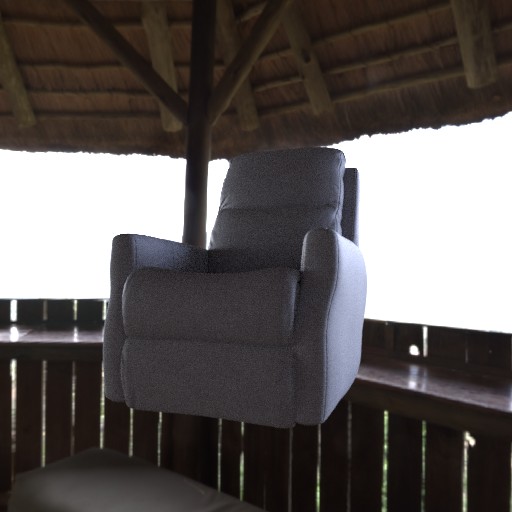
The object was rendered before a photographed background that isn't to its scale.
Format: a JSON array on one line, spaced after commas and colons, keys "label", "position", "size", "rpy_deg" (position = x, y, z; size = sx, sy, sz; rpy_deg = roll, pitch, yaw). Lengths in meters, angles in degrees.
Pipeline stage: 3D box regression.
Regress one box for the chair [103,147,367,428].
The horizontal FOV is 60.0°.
[{"label": "chair", "position": [0.000, 0.000, 1.767], "size": [0.829, 1.030, 1.080], "rpy_deg": [0, -1, 19]}]
